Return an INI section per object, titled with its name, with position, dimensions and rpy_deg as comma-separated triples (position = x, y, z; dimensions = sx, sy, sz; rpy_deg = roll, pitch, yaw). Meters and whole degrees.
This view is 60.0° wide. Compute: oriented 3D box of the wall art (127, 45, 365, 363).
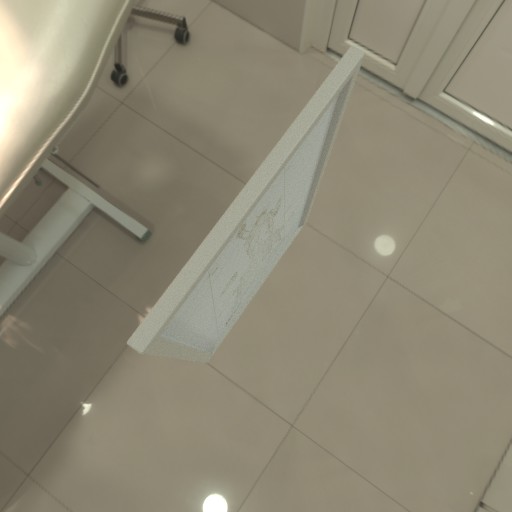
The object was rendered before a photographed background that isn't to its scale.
[wall art]
position = 0.000, 0.000, 1.488
dimensions = 0.038, 1.183, 0.808
rpy_deg = 34, 78, 8
